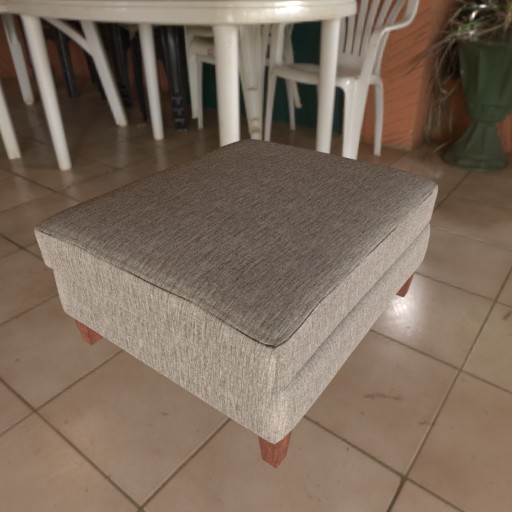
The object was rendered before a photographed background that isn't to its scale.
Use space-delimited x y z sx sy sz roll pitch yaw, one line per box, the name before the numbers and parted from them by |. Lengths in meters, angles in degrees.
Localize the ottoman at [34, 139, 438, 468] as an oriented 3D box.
ottoman | 0.000 0.000 1.441 0.839 0.492 0.994 21 38 30
